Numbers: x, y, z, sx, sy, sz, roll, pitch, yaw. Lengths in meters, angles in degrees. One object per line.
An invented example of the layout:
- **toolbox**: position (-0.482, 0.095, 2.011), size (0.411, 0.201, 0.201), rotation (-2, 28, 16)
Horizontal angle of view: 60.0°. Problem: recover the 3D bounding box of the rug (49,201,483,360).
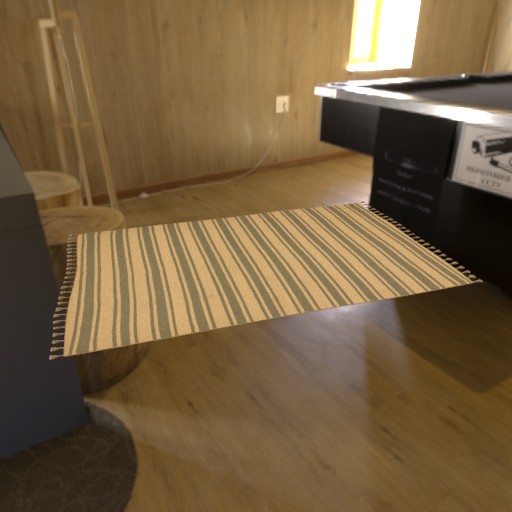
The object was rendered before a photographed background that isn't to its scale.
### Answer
- **rug**: position (0.000, 0.000, 2.515), size (2.084, 0.009, 1.222), rotation (-8, 28, -15)
